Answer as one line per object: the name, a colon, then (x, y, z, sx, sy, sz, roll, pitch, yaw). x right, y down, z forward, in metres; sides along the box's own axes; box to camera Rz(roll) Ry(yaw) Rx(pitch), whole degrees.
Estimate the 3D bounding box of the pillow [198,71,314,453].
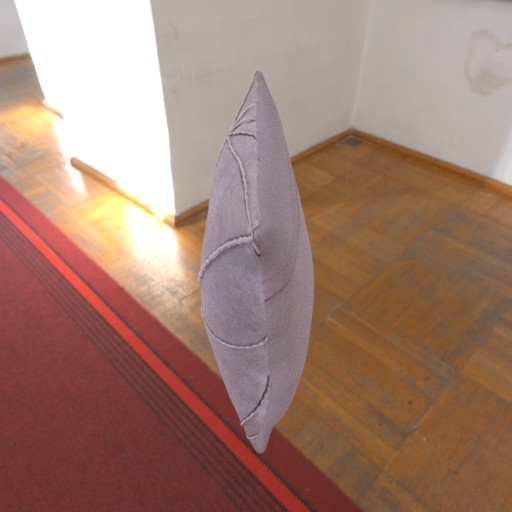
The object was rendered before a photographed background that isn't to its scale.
pillow: (0.000, 0.000, 0.706, 0.185, 0.440, 0.439, 0, 41, 0)
